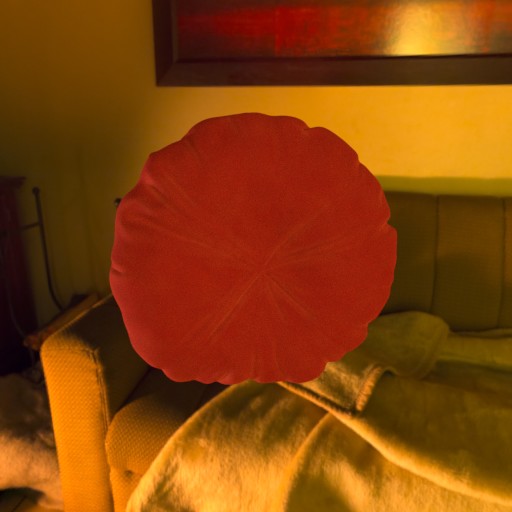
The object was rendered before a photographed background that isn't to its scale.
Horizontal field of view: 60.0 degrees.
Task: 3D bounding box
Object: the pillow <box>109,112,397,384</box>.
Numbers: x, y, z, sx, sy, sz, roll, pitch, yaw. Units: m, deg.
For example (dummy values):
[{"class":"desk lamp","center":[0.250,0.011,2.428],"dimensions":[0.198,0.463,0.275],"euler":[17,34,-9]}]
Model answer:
[{"class":"pillow","center":[0.000,0.000,0.660],"dimensions":[0.428,0.407,0.148],"euler":[-2,16,-8]}]
